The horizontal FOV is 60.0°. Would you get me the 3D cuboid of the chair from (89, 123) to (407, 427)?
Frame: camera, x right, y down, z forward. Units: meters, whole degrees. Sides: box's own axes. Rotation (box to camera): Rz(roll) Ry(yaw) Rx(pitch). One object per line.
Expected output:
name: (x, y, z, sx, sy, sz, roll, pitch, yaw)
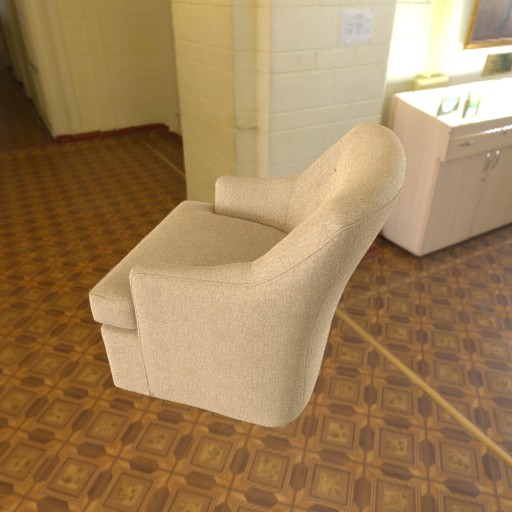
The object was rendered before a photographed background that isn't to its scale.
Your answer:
chair: (0.000, 0.000, 1.602, 0.923, 0.856, 0.864, 8, 32, 13)
